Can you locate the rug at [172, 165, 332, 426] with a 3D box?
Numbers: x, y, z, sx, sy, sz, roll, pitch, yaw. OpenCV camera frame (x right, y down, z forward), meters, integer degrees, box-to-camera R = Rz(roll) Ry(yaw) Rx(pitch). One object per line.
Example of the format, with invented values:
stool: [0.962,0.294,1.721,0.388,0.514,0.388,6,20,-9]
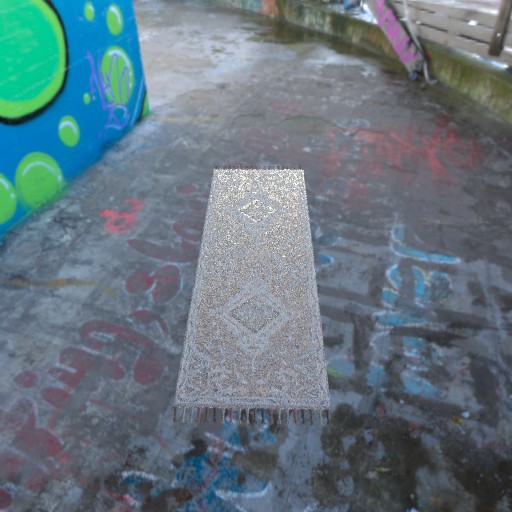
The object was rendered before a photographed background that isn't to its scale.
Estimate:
rug: [0.000,0.000,2.849,1.324,0.018,2.378,12,43,13]
